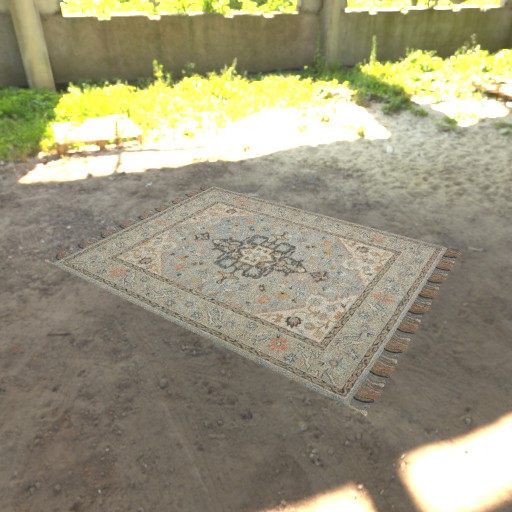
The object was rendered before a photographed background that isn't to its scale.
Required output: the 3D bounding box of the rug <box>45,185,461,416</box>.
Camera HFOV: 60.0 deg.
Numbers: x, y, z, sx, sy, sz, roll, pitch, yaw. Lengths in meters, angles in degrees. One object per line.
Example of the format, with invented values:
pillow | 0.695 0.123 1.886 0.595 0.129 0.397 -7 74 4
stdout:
rug | 0.000 0.000 2.276 1.730 0.009 1.278 19 35 29
